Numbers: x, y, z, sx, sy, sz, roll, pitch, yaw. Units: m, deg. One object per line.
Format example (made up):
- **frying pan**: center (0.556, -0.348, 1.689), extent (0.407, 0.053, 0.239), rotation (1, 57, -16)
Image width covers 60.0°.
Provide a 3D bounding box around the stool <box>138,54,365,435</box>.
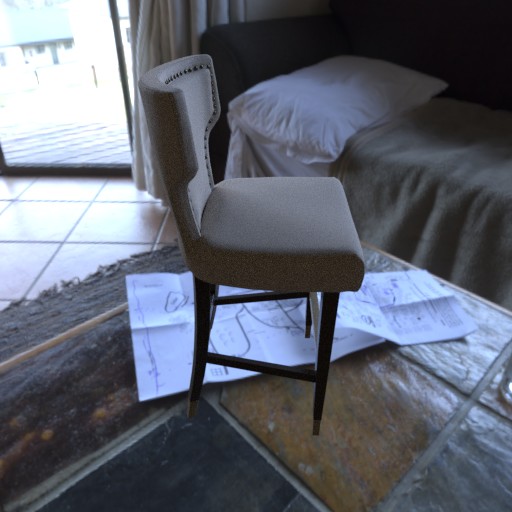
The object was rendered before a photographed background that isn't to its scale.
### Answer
- **stool**: center (0.000, 0.000, 1.380), extent (0.563, 1.092, 0.526), rotation (1, 33, 2)
